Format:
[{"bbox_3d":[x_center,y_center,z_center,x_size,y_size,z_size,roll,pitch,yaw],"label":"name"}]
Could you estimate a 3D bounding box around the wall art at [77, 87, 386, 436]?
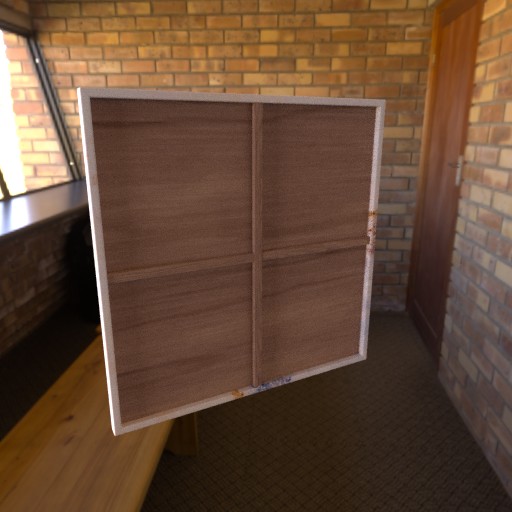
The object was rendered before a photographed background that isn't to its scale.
[{"bbox_3d":[0.000,0.000,1.299,0.889,0.889,0.038,-8,18,-27],"label":"wall art"}]
